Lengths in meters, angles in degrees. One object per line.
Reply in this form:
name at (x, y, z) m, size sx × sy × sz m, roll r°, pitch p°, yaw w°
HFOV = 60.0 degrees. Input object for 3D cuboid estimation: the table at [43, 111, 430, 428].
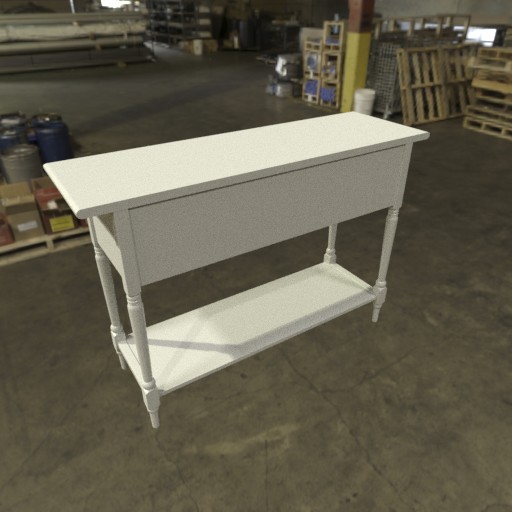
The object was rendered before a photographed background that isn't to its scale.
table at (0.000, 0.000, 1.606) m, size 1.197 × 0.808 × 0.384 m, roll -18°, pitch 35°, yaw -28°
